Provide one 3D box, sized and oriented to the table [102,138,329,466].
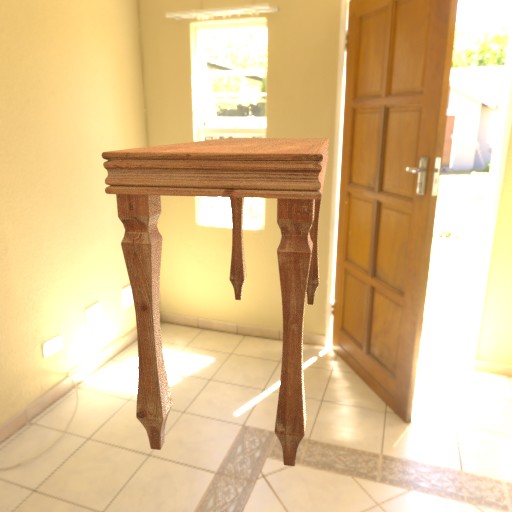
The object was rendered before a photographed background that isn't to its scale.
[{"bbox_3d":[0.000,0.000,1.762,0.522,0.873,1.330,3,17,9],"label":"table"}]
